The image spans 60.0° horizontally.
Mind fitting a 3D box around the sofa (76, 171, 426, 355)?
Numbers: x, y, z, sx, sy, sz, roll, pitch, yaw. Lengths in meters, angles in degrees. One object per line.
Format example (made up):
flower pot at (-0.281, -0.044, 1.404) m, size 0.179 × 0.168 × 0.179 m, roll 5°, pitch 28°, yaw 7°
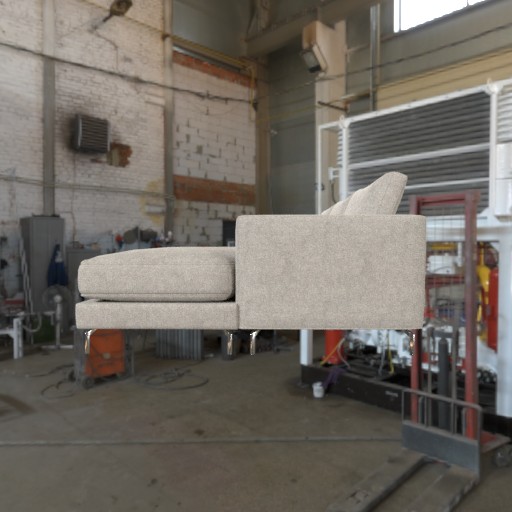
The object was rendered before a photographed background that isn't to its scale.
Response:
sofa at (0.000, 0.000, 3.194) m, size 1.626 × 0.864 × 2.438 m, roll 0°, pitch 1°, yaw 1°
